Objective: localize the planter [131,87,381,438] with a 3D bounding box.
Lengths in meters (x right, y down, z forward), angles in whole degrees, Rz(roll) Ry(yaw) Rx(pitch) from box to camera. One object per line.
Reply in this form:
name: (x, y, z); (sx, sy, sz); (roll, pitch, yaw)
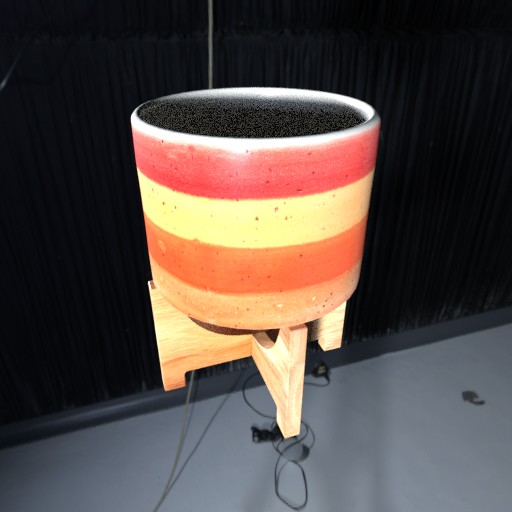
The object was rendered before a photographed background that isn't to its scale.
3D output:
planter: (0.000, 0.000, 0.413); (0.199, 0.268, 0.199); (0, 30, 0)
